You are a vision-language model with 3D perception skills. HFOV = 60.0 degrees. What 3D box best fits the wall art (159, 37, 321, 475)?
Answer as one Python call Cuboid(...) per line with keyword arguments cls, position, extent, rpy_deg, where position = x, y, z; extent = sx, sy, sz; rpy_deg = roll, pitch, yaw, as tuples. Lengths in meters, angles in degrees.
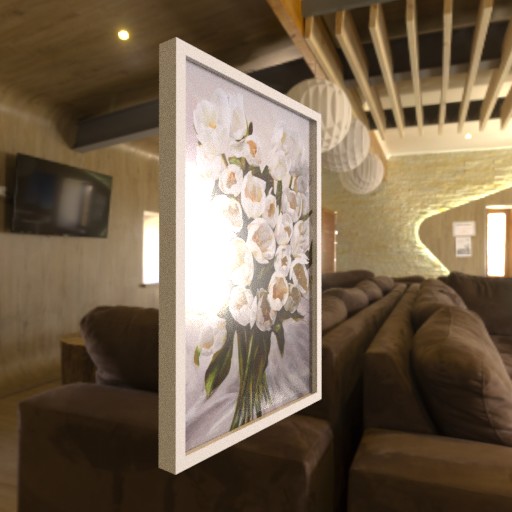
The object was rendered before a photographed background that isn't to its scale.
Cuboid(cls="wall art", position=(0.000, 0.000, 0.856), extent=(0.038, 0.657, 0.450), rpy_deg=(0, 0, 37))
